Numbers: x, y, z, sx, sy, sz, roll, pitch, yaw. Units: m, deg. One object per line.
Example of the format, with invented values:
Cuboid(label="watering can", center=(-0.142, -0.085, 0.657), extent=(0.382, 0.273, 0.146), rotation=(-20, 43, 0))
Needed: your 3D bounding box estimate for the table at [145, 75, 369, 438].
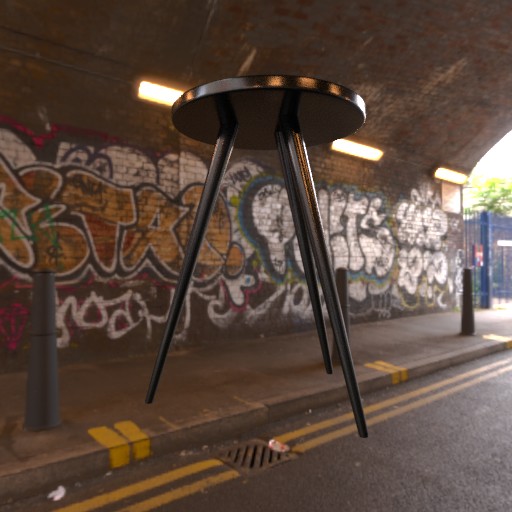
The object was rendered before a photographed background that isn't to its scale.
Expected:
Cuboid(label="table", center=(0.000, 0.000, 0.854), extent=(0.415, 0.548, 0.403), rotation=(0, -1, -1))
